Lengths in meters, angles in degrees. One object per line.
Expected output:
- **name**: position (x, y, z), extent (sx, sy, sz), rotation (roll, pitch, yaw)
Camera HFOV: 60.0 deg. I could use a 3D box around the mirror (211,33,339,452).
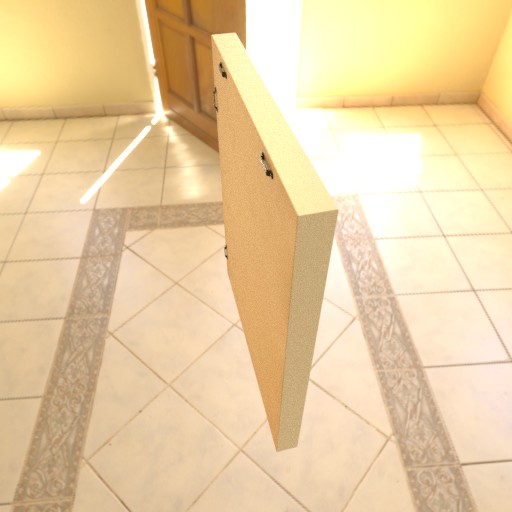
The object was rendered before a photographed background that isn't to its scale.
- **mirror**: position (0.000, 0.000, 0.680), extent (0.041, 0.508, 0.405), rotation (-10, 47, -10)
